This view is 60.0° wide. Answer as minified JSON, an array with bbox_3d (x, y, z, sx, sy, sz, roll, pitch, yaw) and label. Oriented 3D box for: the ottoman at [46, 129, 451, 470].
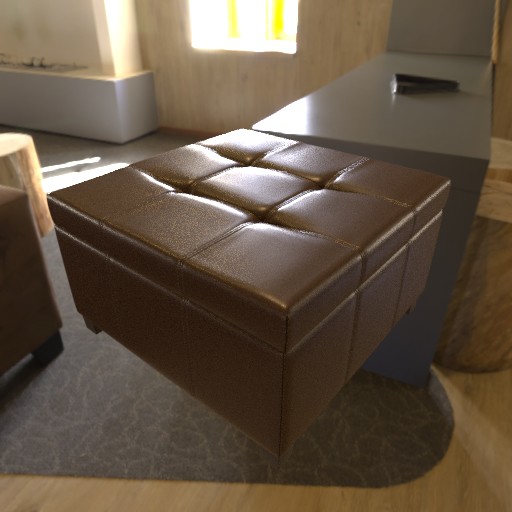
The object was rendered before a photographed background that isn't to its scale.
[{"bbox_3d":[0.000,0.000,1.295,0.788,0.460,0.787,23,39,33],"label":"ottoman"}]
